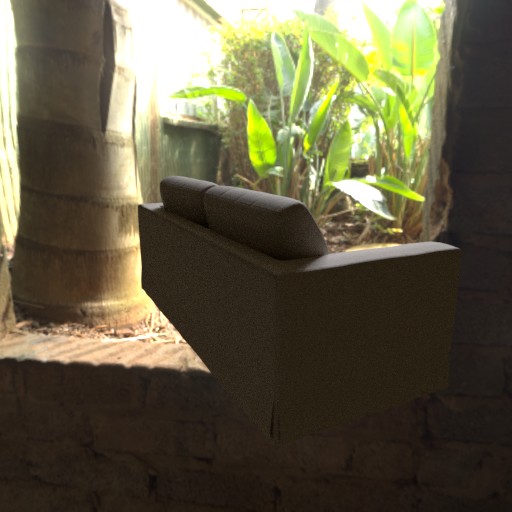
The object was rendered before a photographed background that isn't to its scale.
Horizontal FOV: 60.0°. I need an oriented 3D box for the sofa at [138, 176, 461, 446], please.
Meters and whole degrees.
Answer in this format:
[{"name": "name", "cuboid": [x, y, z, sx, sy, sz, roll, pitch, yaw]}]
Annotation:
[{"name": "sofa", "cuboid": [0.000, 0.000, 2.680, 0.954, 0.881, 2.163, -7, 16, -26]}]
